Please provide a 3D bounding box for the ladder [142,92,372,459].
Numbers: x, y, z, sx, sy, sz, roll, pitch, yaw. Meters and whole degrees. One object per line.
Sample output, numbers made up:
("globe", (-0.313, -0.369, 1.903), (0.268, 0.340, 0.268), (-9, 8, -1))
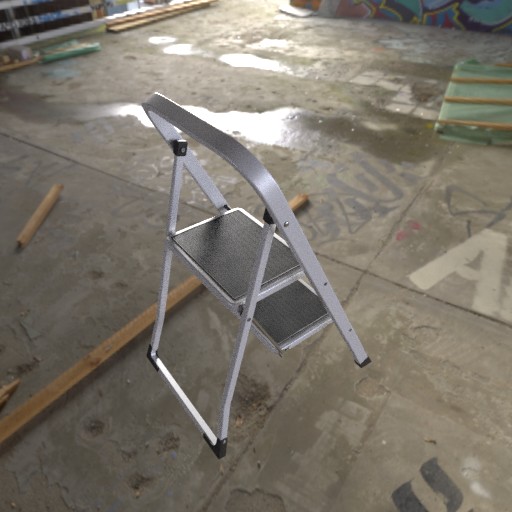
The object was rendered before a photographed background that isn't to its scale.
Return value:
("ladder", (0.000, 0.000, 1.120), (0.544, 0.810, 0.460), (-26, 46, -28))
